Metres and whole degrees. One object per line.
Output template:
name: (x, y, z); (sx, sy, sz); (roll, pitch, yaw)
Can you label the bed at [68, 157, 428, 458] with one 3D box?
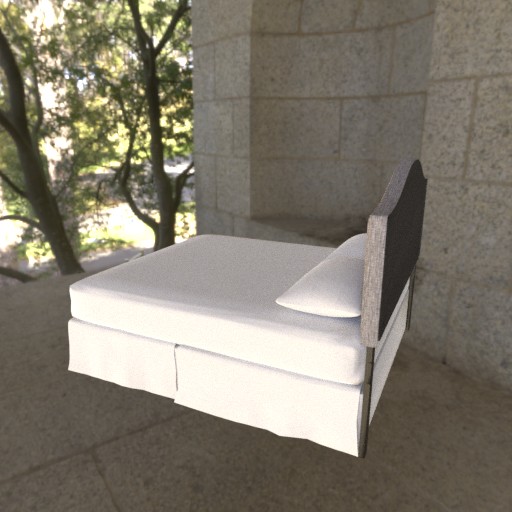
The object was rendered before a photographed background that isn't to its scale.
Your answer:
bed: (0.000, 0.000, 2.884); (1.870, 1.295, 1.610); (7, 17, 25)
